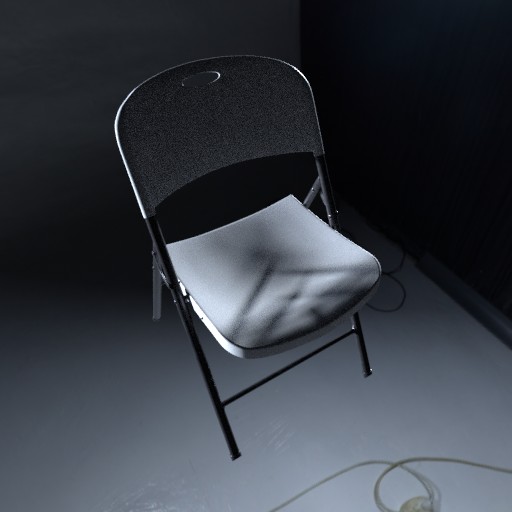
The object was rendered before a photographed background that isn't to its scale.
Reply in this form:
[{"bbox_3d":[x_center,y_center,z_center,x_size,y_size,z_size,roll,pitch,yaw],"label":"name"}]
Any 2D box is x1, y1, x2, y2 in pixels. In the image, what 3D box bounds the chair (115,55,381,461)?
[{"bbox_3d":[0.000,0.000,1.144,0.494,0.810,0.566,-24,50,-22],"label":"chair"}]
